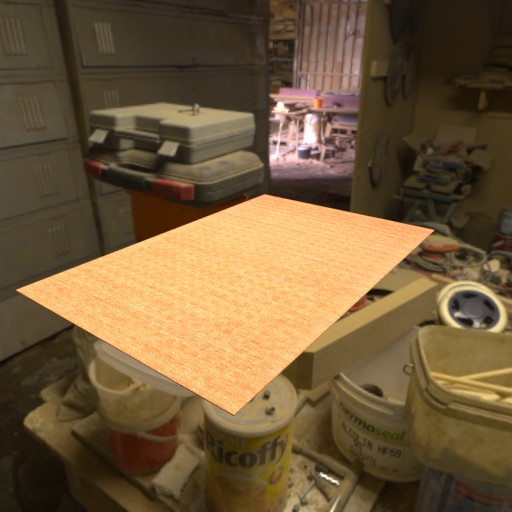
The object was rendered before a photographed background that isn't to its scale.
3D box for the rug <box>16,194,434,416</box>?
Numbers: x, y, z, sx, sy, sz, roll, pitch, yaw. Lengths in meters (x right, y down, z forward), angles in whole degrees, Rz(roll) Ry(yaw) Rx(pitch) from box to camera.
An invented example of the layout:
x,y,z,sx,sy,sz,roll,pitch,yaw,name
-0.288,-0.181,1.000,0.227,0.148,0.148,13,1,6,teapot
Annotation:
x,y,z,sx,sy,sz,roll,pitch,yaw,name
0.000,0.000,2.807,1.524,0.006,2.285,17,29,33,rug
